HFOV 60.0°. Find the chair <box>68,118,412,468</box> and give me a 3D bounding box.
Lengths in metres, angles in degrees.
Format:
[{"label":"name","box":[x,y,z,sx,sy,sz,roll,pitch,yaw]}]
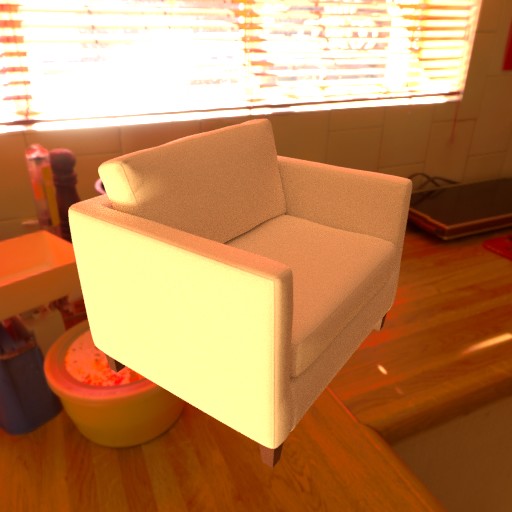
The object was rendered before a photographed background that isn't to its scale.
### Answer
[{"label":"chair","box":[0.000,0.000,1.719,0.878,0.885,1.019,18,32,31]}]
